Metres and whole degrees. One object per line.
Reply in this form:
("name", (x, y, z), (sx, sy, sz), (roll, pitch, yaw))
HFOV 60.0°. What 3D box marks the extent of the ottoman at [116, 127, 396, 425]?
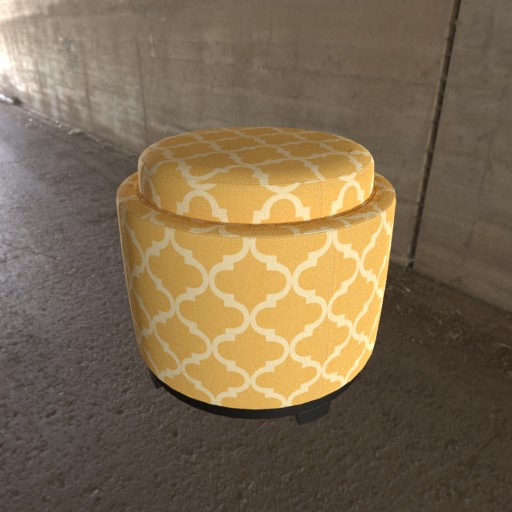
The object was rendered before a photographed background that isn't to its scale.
("ottoman", (0.000, 0.000, 0.840), (0.480, 0.429, 0.480), (0, 27, 0))
